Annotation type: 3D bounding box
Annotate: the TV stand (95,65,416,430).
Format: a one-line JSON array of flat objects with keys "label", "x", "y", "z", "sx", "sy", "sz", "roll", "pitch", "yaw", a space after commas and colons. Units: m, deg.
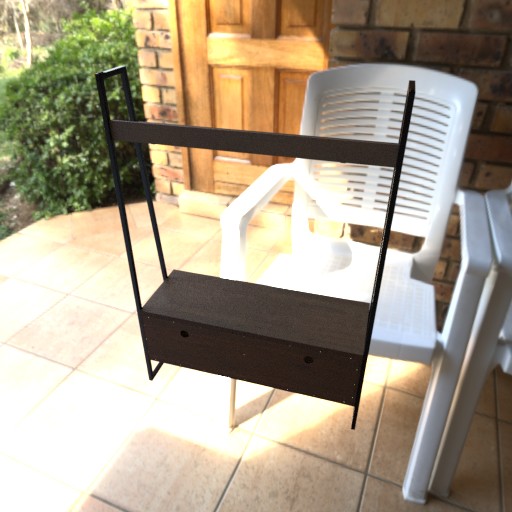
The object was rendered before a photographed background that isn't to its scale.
[{"label": "TV stand", "x": 0.000, "y": 0.000, "z": 2.281, "sx": 1.250, "sy": 1.772, "sz": 0.432, "roll": 9, "pitch": 33, "yaw": 14}]
